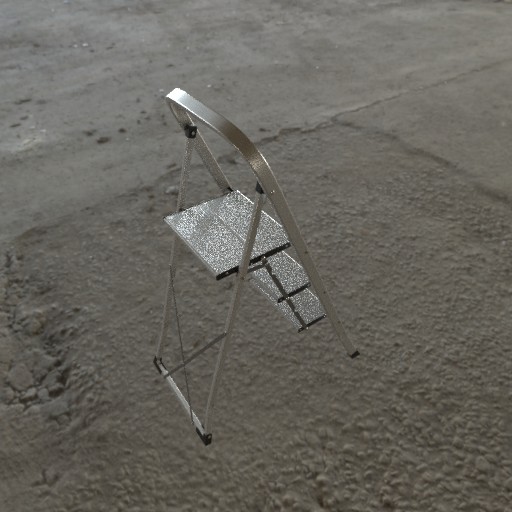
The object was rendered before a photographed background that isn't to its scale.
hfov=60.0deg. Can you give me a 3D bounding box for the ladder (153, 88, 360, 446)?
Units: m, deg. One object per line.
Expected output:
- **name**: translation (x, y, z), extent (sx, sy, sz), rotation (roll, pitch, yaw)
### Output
- **ladder**: translation (0.000, 0.000, 1.427), extent (0.704, 1.070, 0.465), rotation (-25, 47, -26)
